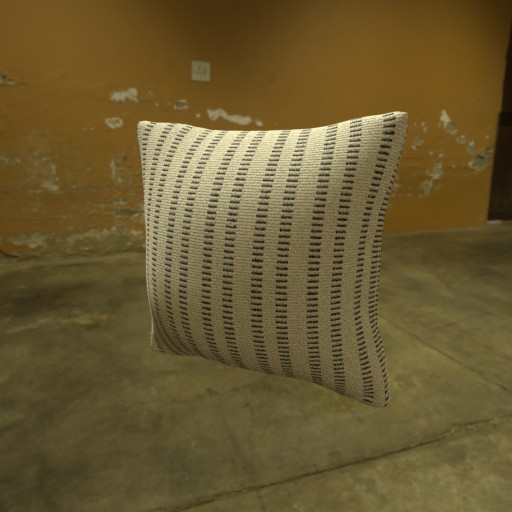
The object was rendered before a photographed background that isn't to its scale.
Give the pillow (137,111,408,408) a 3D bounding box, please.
[{"bbox_3d":[0.000,0.000,0.697,0.438,0.419,0.247,7,15,25],"label":"pillow"}]
